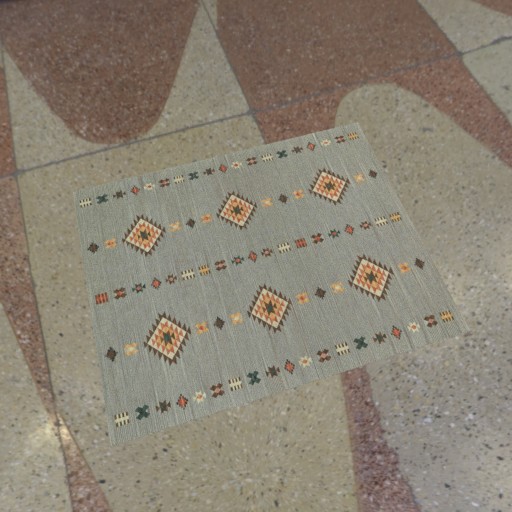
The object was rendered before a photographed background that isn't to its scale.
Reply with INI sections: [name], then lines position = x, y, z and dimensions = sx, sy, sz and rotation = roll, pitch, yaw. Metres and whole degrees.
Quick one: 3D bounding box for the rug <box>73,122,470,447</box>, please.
[rug]
position = 0.000, 0.000, 4.054
dimensions = 3.035, 0.008, 2.425
rotation = -16, 65, -8
